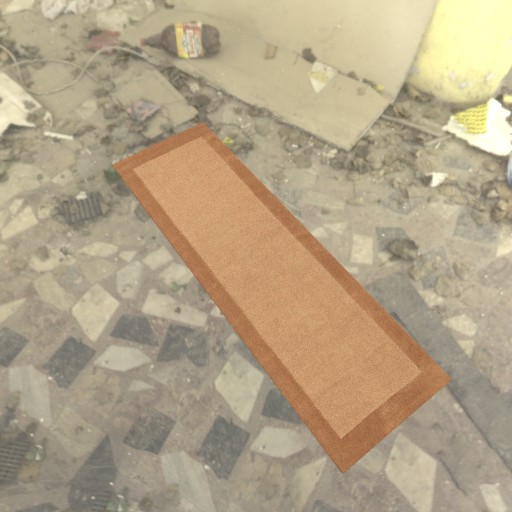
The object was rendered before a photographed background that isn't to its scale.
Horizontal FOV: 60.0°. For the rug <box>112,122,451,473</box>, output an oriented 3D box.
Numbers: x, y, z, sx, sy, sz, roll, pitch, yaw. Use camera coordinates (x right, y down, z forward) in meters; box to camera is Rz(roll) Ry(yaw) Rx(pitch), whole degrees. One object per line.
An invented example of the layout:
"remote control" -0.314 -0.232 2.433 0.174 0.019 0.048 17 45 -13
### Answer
"rug" 0.000 0.000 2.725 0.764 0.017 2.439 -31 62 -18
